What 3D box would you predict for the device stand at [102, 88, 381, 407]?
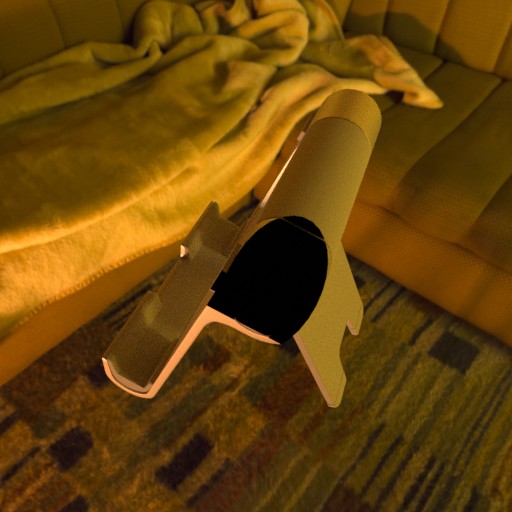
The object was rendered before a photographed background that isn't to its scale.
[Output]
[{"bbox_3d":[0.000,0.000,0.149,0.079,0.084,0.086,15,48,14],"label":"device stand"}]
